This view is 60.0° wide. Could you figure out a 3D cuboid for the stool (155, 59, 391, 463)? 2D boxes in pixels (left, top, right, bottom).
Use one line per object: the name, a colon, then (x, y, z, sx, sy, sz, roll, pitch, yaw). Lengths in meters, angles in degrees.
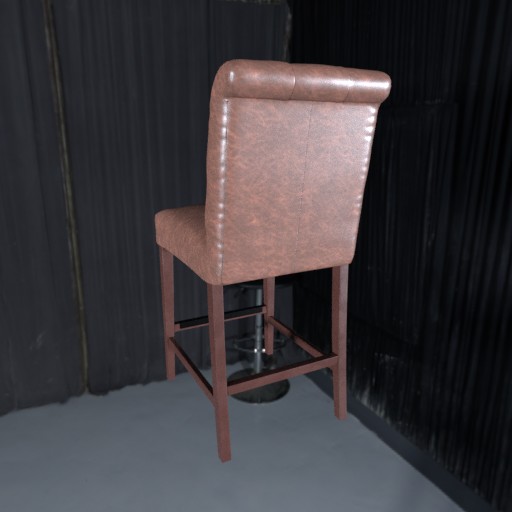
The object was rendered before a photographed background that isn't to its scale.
stool: (0.000, 0.000, 1.439, 0.486, 1.084, 0.660, -8, 17, -27)
